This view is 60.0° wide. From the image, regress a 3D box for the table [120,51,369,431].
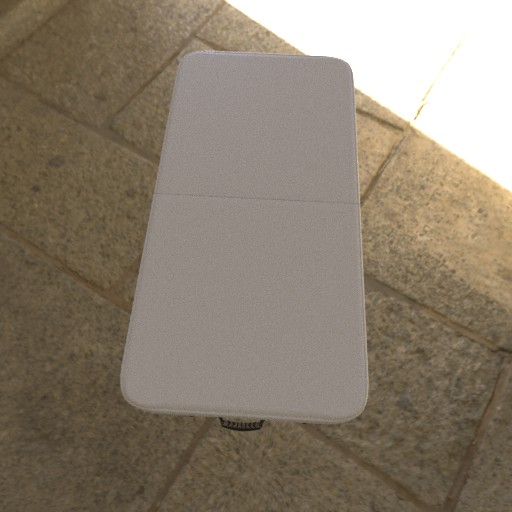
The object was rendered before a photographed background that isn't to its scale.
[{"bbox_3d":[0.000,0.000,1.634,0.611,0.737,1.245,3,65,1],"label":"table"}]
